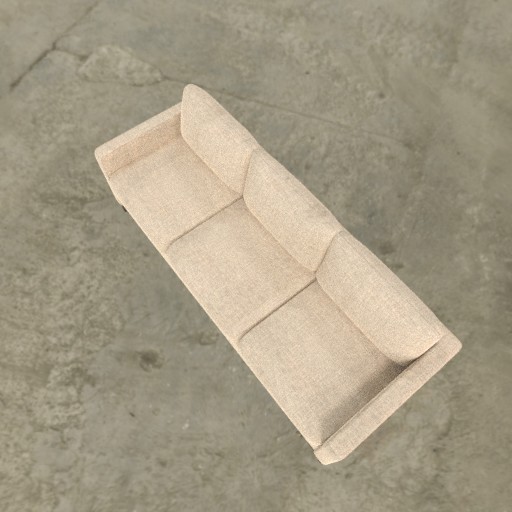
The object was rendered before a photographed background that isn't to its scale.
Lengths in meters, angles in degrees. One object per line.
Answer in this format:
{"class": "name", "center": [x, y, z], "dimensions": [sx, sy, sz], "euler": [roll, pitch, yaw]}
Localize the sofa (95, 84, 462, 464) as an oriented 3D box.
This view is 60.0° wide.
{"class": "sofa", "center": [0.000, 0.000, 2.633], "dimensions": [0.859, 0.874, 2.218], "euler": [-35, 68, -16]}
